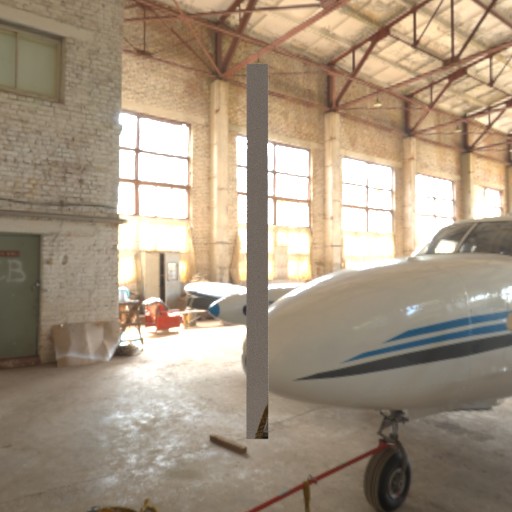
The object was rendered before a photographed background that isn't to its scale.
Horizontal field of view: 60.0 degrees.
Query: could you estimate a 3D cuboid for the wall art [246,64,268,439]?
[{"bbox_3d":[0.000,0.000,1.157,0.038,0.601,0.898,0,-1,0],"label":"wall art"}]
